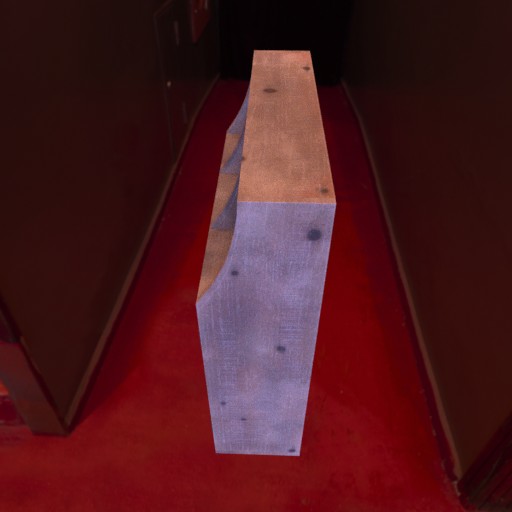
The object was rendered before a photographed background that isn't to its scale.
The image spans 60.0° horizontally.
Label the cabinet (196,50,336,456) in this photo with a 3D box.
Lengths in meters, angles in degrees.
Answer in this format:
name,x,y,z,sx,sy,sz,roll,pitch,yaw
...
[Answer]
name,x,y,z,sx,sy,sz,roll,pitch,yaw
cabinet,0.000,0.000,0.841,0.184,0.590,0.489,1,42,1
